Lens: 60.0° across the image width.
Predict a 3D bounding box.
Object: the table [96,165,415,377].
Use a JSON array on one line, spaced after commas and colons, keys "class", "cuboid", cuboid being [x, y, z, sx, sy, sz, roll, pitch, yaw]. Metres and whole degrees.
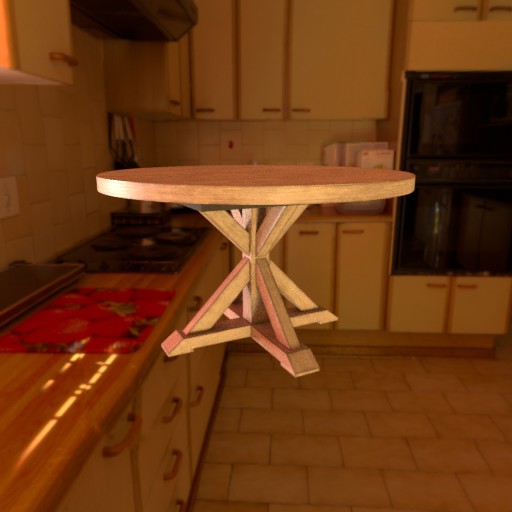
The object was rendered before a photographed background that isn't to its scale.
[{"class": "table", "cuboid": [0.000, 0.000, 2.095, 1.363, 0.781, 1.363, 0, 14, 0]}]
